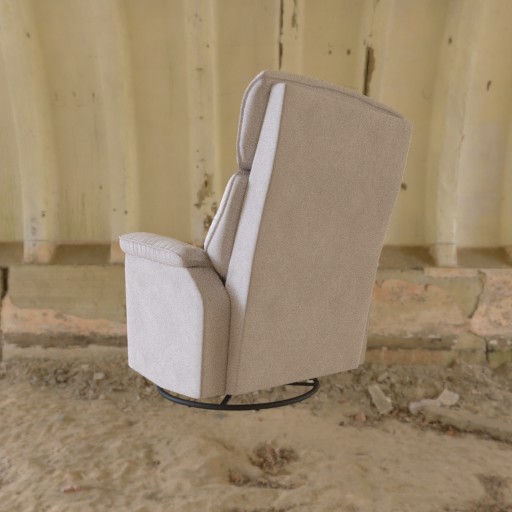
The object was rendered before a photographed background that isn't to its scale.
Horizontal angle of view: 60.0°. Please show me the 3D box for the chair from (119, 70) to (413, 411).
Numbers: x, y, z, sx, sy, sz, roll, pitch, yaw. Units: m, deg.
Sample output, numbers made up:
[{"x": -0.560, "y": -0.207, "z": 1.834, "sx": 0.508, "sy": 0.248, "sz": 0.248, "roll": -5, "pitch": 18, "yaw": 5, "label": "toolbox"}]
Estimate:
[{"x": 0.000, "y": 0.000, "z": 1.696, "sx": 0.820, "sy": 1.039, "sz": 1.001, "roll": 0, "pitch": 0, "yaw": -37, "label": "chair"}]
